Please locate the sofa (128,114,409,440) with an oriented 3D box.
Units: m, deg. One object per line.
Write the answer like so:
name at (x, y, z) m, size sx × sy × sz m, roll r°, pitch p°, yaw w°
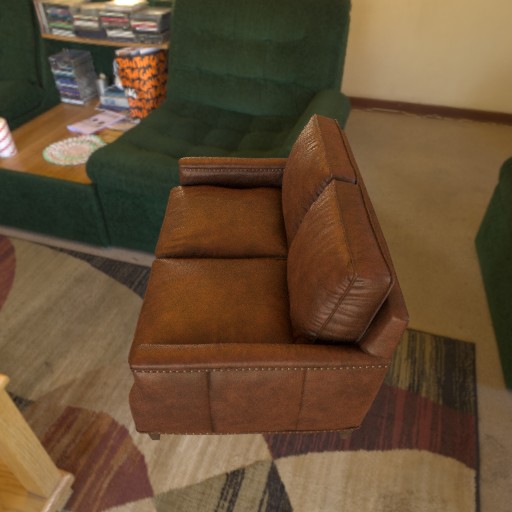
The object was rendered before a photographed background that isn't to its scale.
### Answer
sofa at (0.000, 0.000, 2.320) m, size 1.083 × 1.003 × 1.628 m, roll 0°, pitch 41°, yaw 0°
